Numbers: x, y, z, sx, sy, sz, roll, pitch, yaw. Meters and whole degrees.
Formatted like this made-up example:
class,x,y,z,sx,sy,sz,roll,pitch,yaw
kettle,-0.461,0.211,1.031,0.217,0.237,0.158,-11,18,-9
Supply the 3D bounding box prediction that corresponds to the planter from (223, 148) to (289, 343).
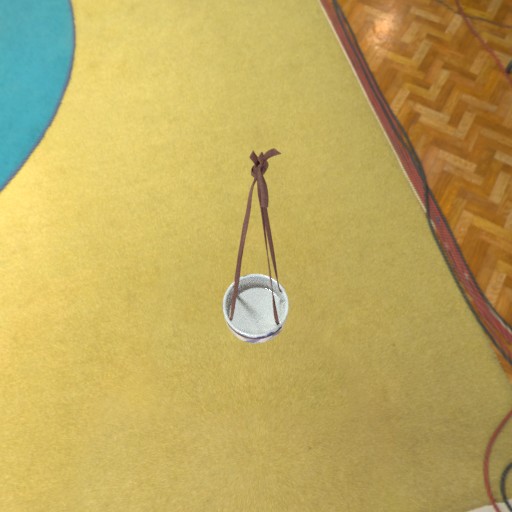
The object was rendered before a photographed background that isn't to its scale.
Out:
class,x,y,z,sx,sy,sz,roll,pitch,yaw
planter,0.000,0.000,0.821,0.166,0.751,0.166,34,70,14
